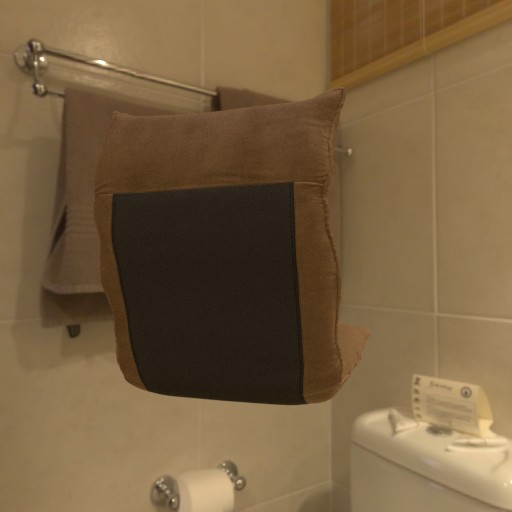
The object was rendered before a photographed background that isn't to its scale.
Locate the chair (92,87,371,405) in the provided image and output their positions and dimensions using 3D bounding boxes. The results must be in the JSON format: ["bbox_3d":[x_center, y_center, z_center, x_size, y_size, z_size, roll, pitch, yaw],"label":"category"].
[{"bbox_3d":[0.000,0.000,1.567,0.714,0.892,0.985,-1,-2,19],"label":"chair"}]
